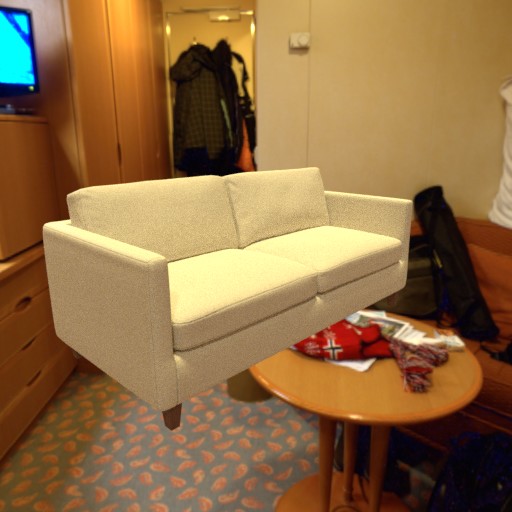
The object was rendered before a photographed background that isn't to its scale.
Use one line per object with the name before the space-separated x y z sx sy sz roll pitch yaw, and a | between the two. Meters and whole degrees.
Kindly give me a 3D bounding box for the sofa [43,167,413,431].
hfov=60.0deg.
sofa | 0.000 0.000 2.524 0.965 0.889 1.981 14 21 42
